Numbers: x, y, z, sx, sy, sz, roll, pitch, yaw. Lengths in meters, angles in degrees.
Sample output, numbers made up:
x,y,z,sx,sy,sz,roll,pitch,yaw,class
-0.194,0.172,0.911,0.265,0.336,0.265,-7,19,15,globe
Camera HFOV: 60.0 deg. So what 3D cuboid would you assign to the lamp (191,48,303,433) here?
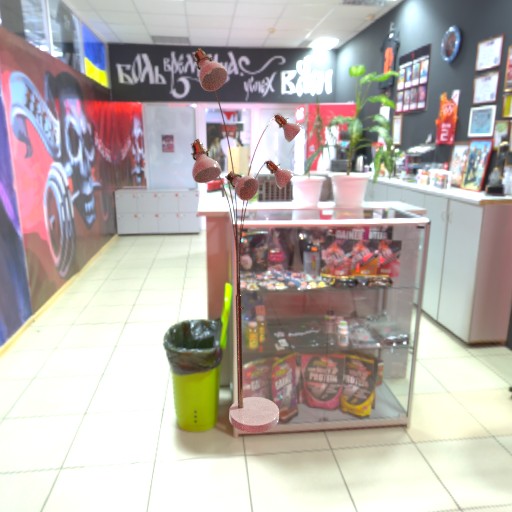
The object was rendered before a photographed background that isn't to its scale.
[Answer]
x,y,z,sx,sy,sz,roll,pitch,yaw,class
0.000,0.000,2.968,0.361,2.423,1.405,7,16,26,lamp
